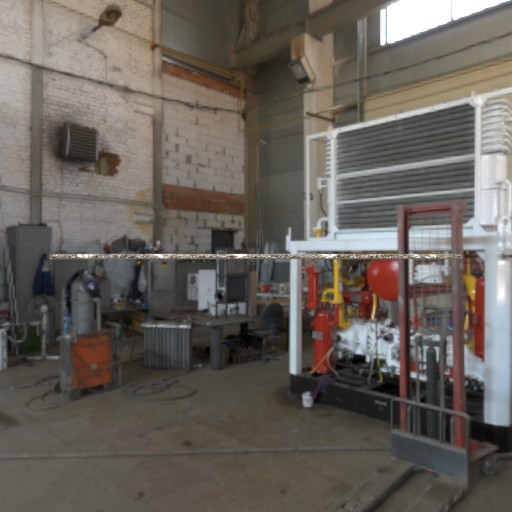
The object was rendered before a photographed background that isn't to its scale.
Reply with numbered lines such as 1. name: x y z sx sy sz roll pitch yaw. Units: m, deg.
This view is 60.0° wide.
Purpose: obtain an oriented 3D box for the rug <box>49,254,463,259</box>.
1. rug: 0.000 0.000 4.105 2.438 0.029 3.047 0 0 0
